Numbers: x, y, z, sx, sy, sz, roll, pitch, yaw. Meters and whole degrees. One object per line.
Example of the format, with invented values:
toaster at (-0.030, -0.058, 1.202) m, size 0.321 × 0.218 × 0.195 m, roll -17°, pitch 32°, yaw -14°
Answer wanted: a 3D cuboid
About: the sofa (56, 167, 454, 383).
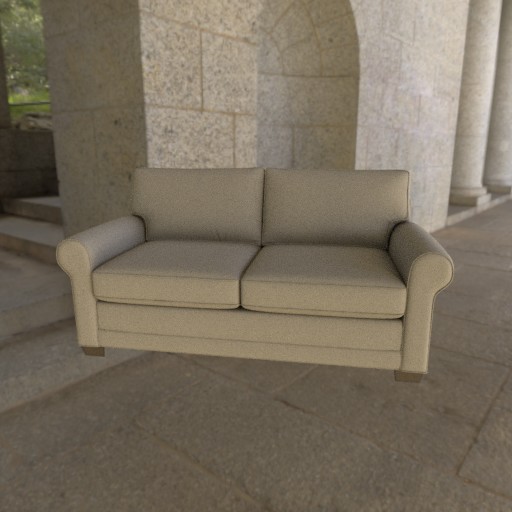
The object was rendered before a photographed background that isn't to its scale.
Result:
sofa at (0.000, 0.000, 2.482) m, size 1.930 × 0.952 × 0.940 m, roll 2°, pitch 14°, yaw 9°
